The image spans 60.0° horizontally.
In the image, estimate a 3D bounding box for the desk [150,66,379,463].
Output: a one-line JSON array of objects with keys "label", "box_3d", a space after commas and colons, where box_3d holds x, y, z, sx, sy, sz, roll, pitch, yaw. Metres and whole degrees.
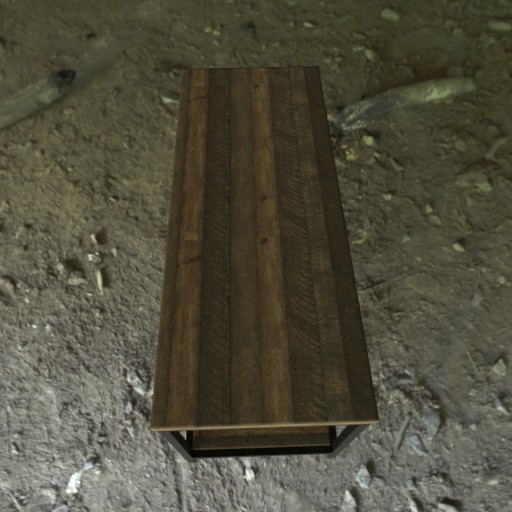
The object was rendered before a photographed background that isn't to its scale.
[{"label": "desk", "box_3d": [0.000, 0.000, 1.916, 0.617, 0.753, 1.538, -2, 58, -1]}]
